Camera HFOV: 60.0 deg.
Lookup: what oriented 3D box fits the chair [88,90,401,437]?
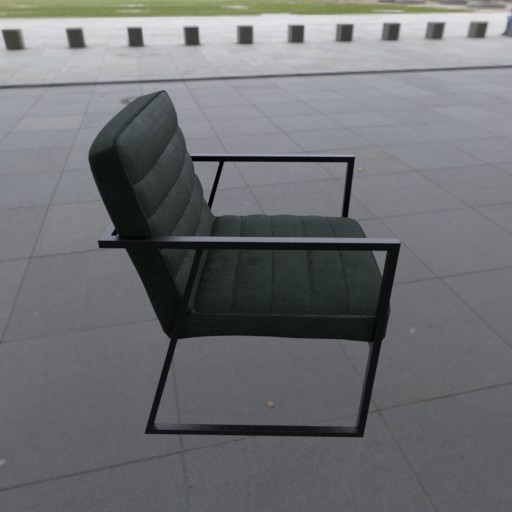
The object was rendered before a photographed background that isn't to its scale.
[{"bbox_3d":[0.000,0.000,1.268,0.677,0.833,0.571,1,31,1],"label":"chair"}]
